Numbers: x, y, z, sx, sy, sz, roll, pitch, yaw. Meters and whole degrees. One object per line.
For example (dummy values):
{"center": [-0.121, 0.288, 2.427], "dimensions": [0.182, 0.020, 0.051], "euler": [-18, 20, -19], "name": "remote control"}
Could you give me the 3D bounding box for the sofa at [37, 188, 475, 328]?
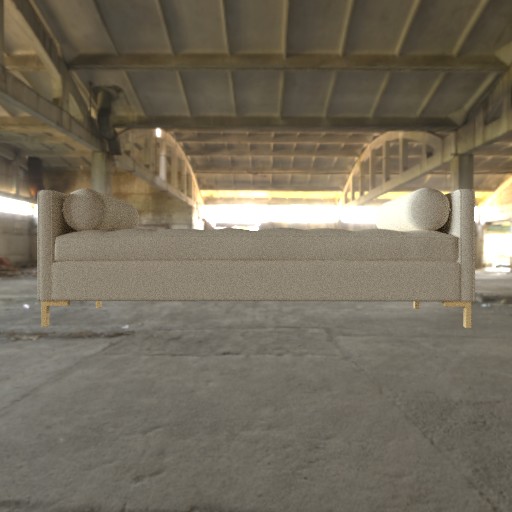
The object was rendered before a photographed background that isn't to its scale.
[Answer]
{"center": [0.000, 0.000, 2.348], "dimensions": [1.985, 0.641, 0.746], "euler": [0, 1, 1], "name": "sofa"}
